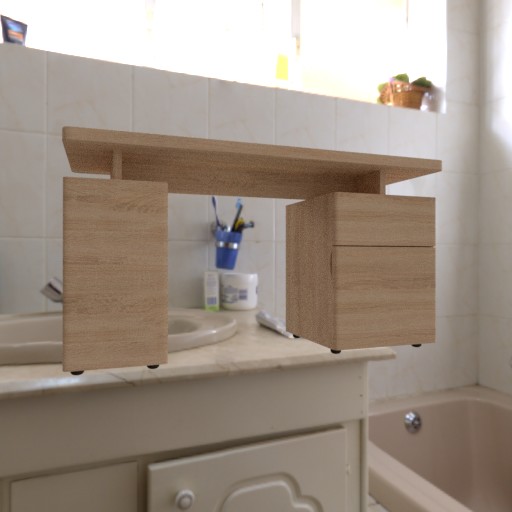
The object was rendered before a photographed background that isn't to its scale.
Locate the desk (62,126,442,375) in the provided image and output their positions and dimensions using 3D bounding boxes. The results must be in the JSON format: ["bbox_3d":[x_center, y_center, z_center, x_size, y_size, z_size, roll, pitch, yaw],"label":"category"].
[{"bbox_3d":[0.000,0.000,1.784,1.400,0.760,0.550,0,0,-20],"label":"desk"}]
